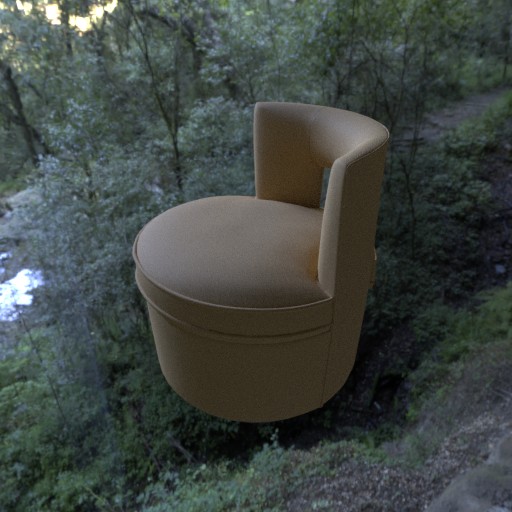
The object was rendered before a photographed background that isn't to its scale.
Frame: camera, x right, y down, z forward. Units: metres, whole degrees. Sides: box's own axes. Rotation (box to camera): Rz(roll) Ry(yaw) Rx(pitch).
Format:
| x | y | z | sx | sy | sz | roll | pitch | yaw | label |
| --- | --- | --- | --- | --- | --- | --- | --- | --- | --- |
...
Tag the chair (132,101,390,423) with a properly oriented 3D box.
| x | y | z | sx | sy | sz | roll | pitch | yaw | label |
| --- | --- | --- | --- | --- | --- | --- | --- | --- | --- |
| 0.000 | 0.000 | 1.245 | 0.665 | 0.723 | 0.650 | -8 | 31 | -14 | chair |
